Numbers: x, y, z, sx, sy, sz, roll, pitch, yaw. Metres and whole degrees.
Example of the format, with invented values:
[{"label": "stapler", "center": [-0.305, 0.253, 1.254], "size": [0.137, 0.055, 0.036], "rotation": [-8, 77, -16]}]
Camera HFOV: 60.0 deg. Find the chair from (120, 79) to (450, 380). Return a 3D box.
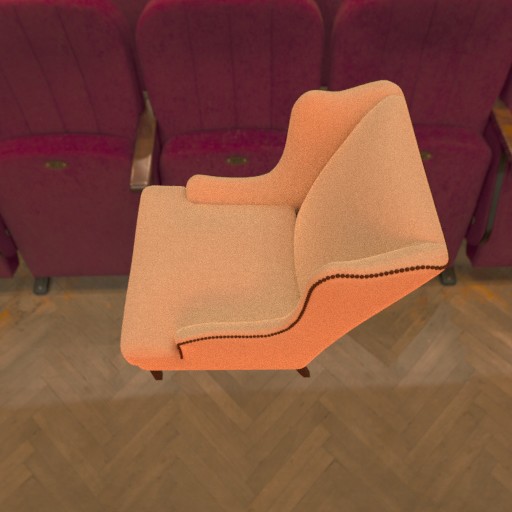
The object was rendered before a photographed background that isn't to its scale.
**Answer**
[{"label": "chair", "center": [0.000, 0.000, 1.636], "size": [0.940, 1.029, 0.737], "rotation": [-1, 59, -1]}]
